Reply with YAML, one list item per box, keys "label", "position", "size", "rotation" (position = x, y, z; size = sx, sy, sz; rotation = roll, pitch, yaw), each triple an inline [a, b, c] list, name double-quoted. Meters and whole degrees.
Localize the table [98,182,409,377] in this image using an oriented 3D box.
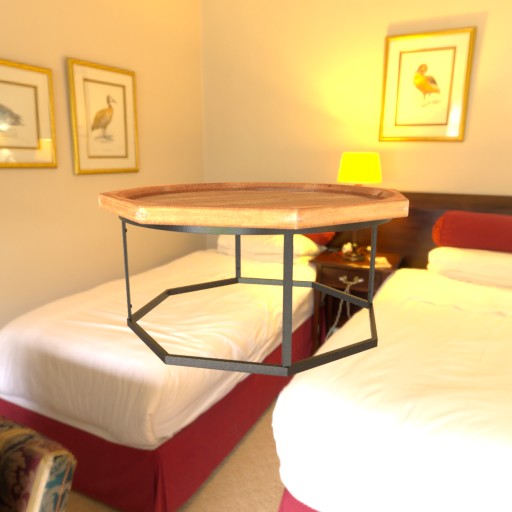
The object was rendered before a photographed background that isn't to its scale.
- label: "table"
  position: [0.000, 0.000, 1.522]
  size: [1.002, 0.444, 1.002]
  rotation: [0, 13, 0]
